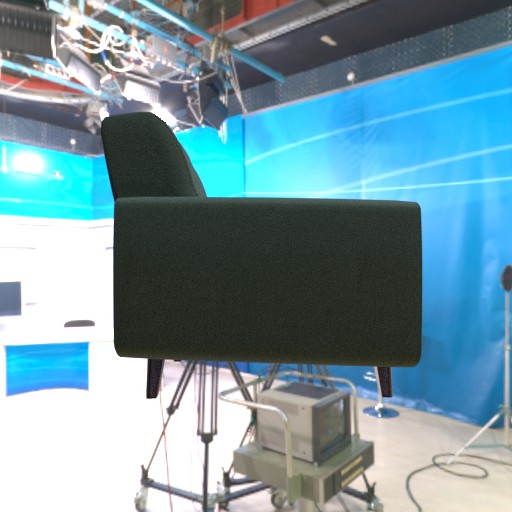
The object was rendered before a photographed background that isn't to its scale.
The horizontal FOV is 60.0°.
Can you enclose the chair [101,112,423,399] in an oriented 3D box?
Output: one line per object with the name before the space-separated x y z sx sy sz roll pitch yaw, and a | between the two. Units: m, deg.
chair | 0.000 0.000 1.559 0.909 0.841 0.831 0 -1 -1
